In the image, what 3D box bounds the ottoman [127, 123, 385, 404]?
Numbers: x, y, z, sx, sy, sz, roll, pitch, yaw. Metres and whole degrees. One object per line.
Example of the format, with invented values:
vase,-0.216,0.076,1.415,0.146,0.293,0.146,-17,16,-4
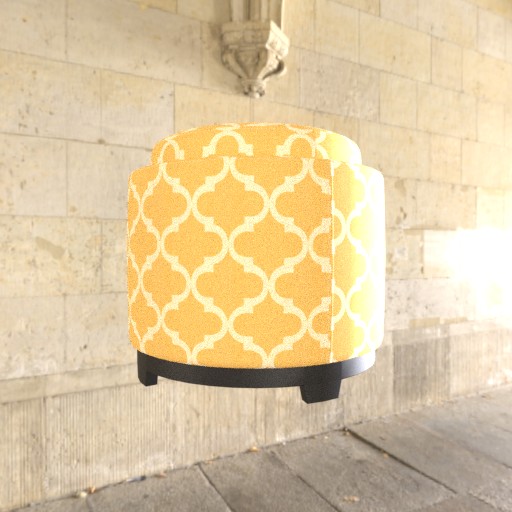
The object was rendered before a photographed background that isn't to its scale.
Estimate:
ottoman,0.000,0.000,0.858,0.480,0.429,0.480,0,1,0
